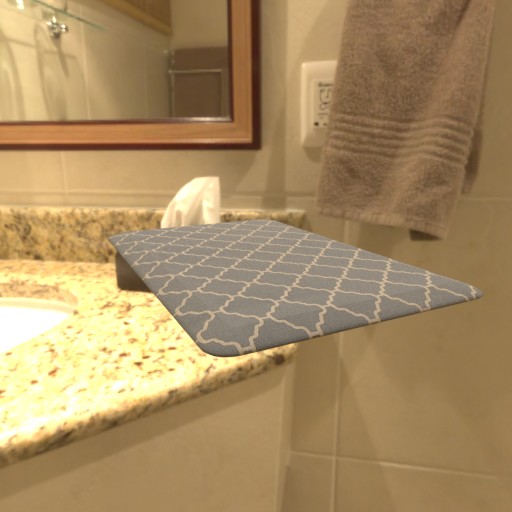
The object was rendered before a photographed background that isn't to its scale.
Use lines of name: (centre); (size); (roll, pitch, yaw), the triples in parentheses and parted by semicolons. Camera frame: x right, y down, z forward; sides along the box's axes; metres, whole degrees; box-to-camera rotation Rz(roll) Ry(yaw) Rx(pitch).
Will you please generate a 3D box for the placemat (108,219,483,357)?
placemat: (0.000, 0.000, 0.960); (0.508, 0.021, 0.762); (-8, 17, -26)
